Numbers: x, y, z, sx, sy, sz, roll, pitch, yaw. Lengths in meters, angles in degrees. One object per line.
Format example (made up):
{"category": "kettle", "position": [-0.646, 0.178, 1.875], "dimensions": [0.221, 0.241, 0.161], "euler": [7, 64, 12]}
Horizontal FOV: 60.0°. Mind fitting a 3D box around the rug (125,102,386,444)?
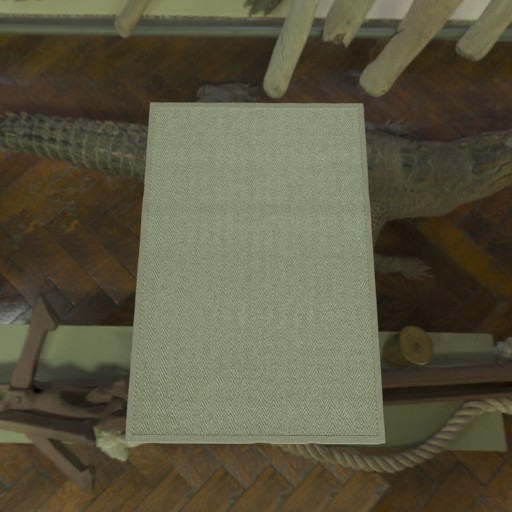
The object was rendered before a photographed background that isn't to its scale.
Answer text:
{"category": "rug", "position": [0.000, 0.000, 2.908], "dimensions": [1.540, 0.021, 2.290], "euler": [0, 75, 0]}
